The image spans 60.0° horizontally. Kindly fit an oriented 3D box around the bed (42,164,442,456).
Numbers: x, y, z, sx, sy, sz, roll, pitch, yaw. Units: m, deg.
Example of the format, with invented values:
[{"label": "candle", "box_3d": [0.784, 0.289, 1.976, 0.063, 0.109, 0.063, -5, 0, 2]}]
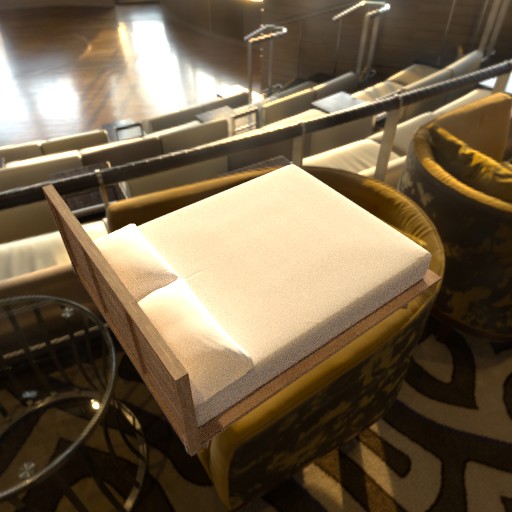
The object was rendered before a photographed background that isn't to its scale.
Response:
[{"label": "bed", "box_3d": [0.000, 0.000, 3.162, 2.145, 1.071, 1.759, -27, 49, -26]}]
